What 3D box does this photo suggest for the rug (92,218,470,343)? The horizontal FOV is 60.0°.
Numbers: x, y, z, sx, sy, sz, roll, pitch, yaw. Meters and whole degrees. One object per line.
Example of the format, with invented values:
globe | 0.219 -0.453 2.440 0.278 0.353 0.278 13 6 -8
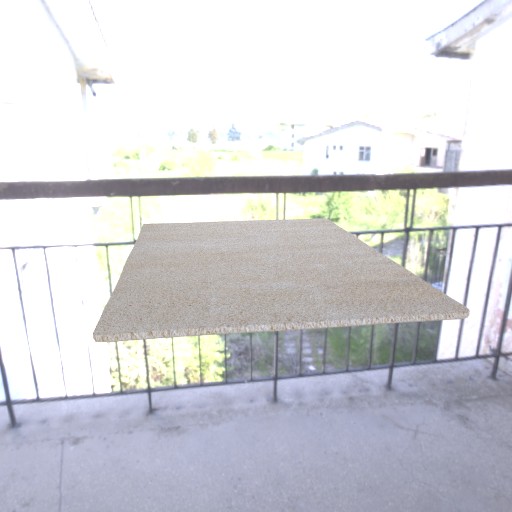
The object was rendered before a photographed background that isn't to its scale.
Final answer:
rug | 0.000 0.000 2.120 1.199 0.025 1.600 -2 16 -8
